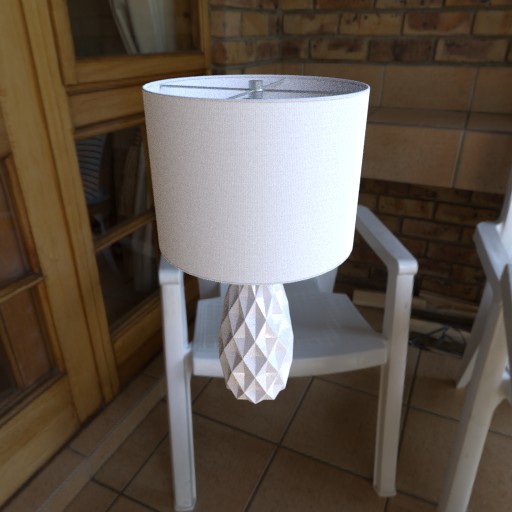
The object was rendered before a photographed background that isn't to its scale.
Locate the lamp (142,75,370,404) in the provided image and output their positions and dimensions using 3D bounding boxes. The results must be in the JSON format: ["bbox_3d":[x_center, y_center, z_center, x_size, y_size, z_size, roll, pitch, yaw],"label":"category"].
[{"bbox_3d":[0.000,0.000,0.707,0.297,0.522,0.297,0,27,0],"label":"lamp"}]
